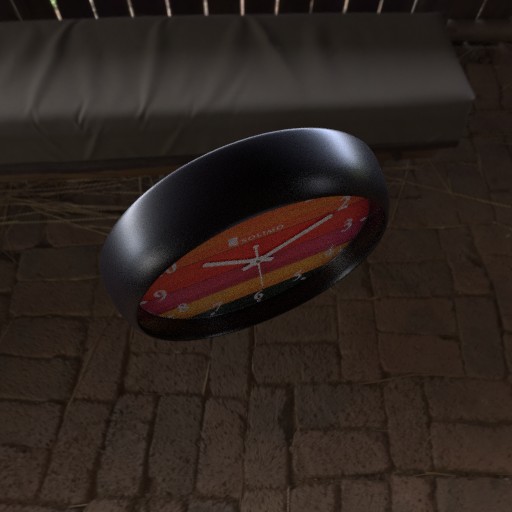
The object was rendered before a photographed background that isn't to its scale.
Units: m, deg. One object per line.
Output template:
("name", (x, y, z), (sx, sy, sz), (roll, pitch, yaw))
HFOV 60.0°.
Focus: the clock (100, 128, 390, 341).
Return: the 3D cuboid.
("clock", (0.000, 0.000, 0.455), (0.300, 0.300, 0.060), (-20, 65, -10))
